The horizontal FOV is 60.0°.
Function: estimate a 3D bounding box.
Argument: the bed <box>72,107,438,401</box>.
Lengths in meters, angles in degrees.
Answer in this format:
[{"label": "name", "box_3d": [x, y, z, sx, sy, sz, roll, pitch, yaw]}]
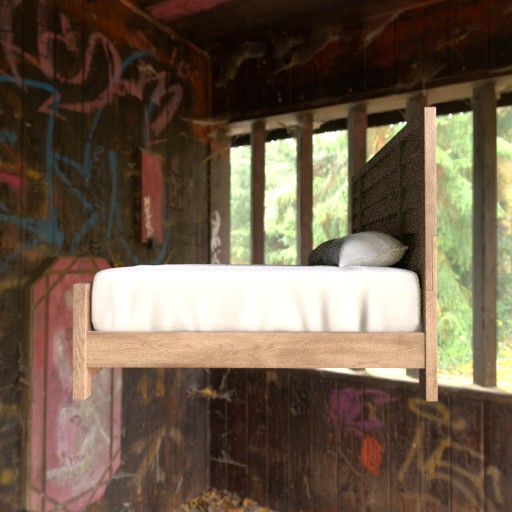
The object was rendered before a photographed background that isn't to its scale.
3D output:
[{"label": "bed", "box_3d": [0.000, 0.000, 3.474, 2.032, 1.626, 2.032, 0, -1, 1]}]
